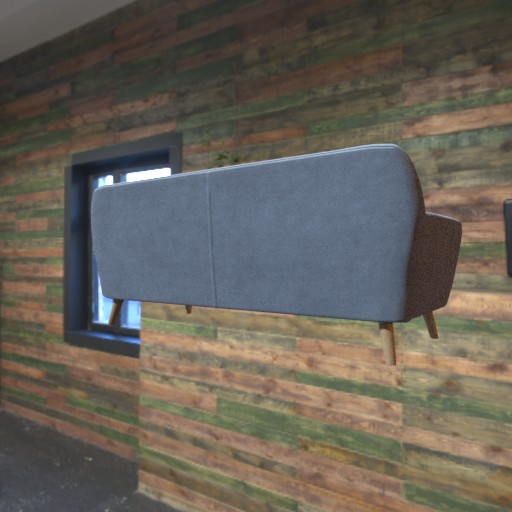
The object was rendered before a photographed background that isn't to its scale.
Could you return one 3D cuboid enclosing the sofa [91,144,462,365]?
[{"bbox_3d":[0.000,0.000,2.439,1.970,0.830,0.830,0,0,35],"label":"sofa"}]
